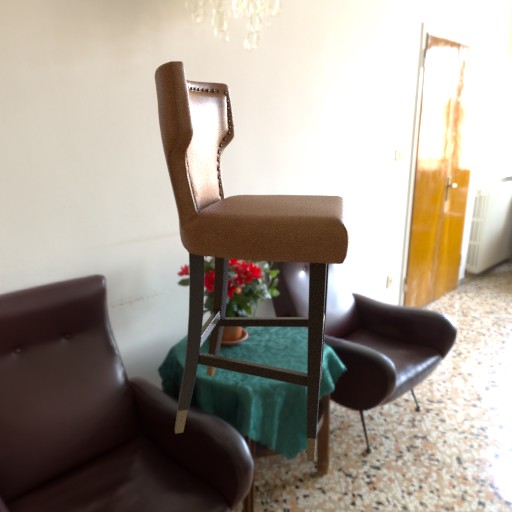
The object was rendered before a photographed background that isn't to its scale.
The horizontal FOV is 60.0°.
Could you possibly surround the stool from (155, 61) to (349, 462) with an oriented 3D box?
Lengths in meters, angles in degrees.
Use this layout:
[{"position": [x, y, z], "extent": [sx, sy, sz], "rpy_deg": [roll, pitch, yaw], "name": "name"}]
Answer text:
[{"position": [0.000, 0.000, 1.415], "extent": [0.563, 1.092, 0.526], "rpy_deg": [3, 15, 10], "name": "stool"}]
